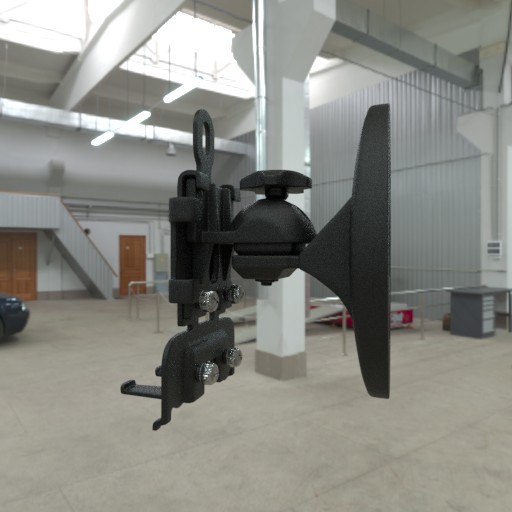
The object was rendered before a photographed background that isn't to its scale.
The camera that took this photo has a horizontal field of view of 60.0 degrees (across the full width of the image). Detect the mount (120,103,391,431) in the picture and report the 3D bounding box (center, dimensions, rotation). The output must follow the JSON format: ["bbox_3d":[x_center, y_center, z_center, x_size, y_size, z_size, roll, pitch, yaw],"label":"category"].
[{"bbox_3d":[0.000,0.000,0.173,0.100,0.118,0.066,0,0,18],"label":"mount"}]
